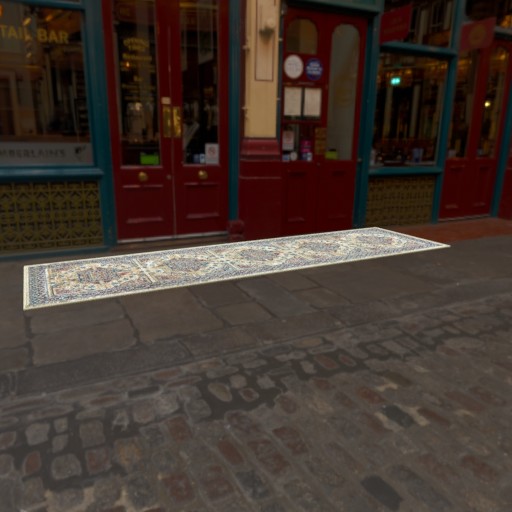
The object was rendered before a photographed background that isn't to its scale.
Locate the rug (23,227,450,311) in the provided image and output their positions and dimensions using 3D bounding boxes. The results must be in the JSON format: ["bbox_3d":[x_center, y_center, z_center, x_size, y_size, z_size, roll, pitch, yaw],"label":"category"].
[{"bbox_3d":[0.000,0.000,2.458,2.297,0.013,0.661,-7,16,-26],"label":"rug"}]
